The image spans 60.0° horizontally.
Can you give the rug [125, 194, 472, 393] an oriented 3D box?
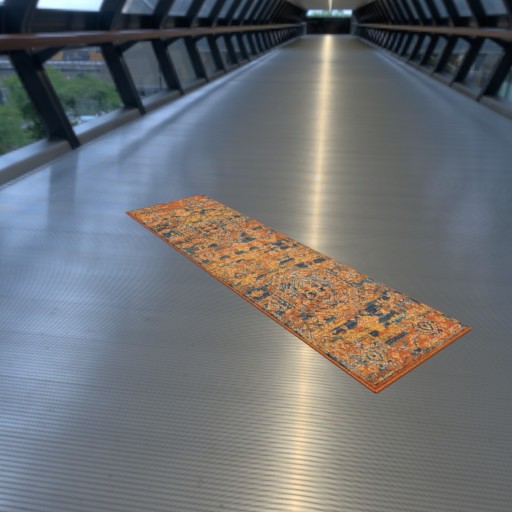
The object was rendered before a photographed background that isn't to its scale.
[{"bbox_3d":[0.000,0.000,2.570,0.651,0.016,2.274,-19,32,-33],"label":"rug"}]
